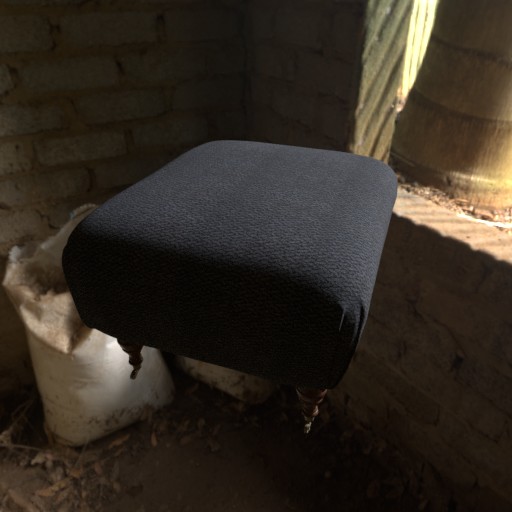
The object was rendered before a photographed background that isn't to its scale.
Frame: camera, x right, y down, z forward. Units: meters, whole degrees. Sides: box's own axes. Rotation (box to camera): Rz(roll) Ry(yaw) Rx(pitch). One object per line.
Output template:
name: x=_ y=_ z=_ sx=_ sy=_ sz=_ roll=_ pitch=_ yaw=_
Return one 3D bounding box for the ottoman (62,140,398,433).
ottoman: x=0.000 y=0.000 z=1.143 sx=0.622 sy=0.450 sz=0.747 roll=11 pitch=33 yaw=17
